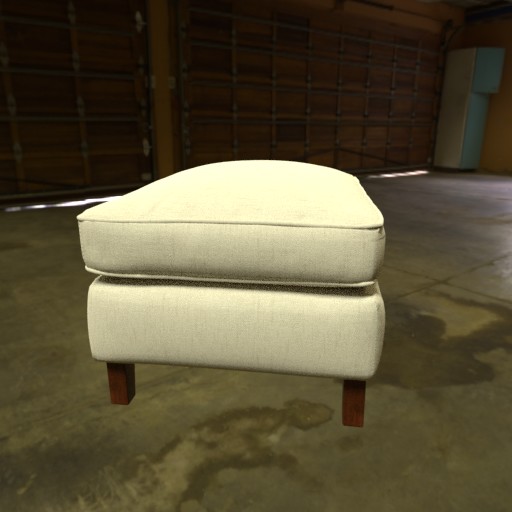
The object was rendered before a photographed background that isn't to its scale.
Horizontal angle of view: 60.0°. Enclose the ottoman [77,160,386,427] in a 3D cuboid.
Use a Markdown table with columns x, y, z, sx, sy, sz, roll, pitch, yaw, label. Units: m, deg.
| x | y | z | sx | sy | sz | roll | pitch | yaw | label |
| --- | --- | --- | --- | --- | --- | --- | --- | --- | --- |
| 0.000 | 0.000 | 0.977 | 0.501 | 0.406 | 0.665 | 2 | 16 | 8 | ottoman |
